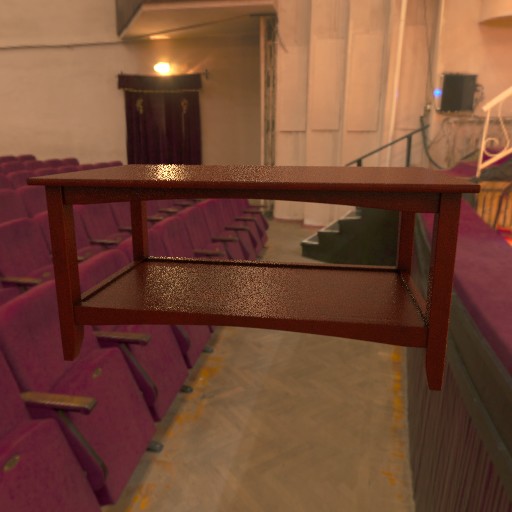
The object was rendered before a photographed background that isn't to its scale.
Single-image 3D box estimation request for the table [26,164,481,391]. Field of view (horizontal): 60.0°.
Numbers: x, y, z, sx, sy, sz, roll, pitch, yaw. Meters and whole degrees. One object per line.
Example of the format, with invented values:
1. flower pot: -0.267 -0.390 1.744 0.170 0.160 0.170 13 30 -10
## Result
1. table: 0.000 0.000 1.217 0.943 0.456 0.533 2 15 9
